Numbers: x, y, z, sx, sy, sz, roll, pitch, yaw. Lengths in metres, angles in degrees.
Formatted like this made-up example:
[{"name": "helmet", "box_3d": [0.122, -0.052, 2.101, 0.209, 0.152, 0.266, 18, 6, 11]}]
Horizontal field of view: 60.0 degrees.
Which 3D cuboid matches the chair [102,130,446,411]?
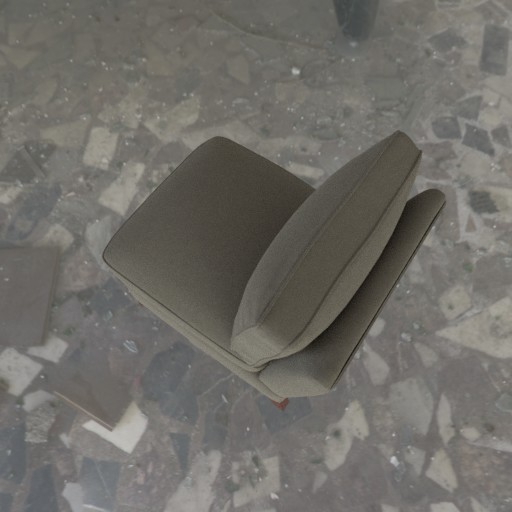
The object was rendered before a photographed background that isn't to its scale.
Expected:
[{"name": "chair", "box_3d": [0.000, 0.000, 1.636, 0.924, 1.045, 0.724, 32, 69, 14]}]
